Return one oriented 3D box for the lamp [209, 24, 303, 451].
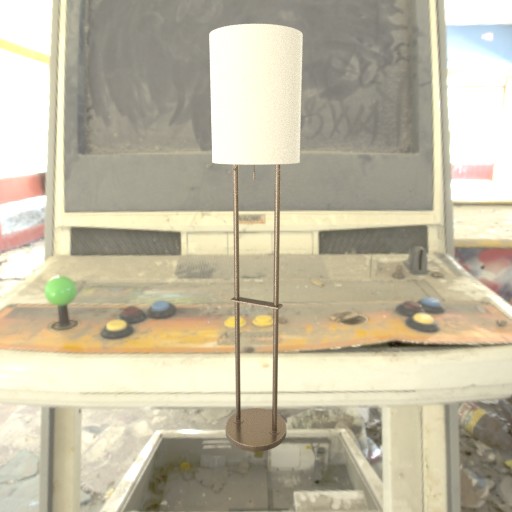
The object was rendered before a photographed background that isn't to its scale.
[{"bbox_3d":[0.000,0.000,1.648,0.306,1.500,0.305,7,16,25],"label":"lamp"}]
